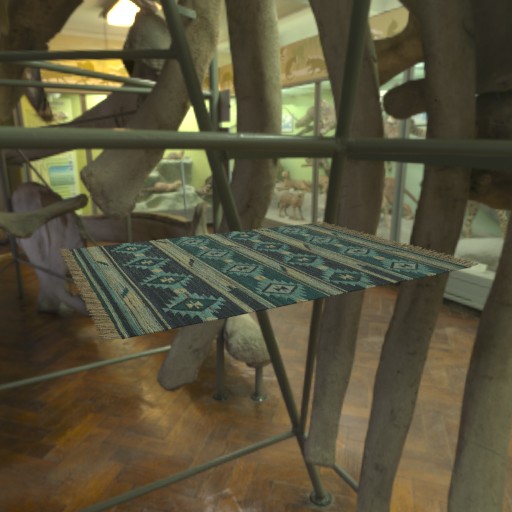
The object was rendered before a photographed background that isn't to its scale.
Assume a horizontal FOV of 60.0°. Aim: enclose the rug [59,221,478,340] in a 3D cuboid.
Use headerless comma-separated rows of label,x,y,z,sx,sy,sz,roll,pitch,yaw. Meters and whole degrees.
rug,0.000,0.000,4.266,3.307,0.047,2.418,-8,17,-28
